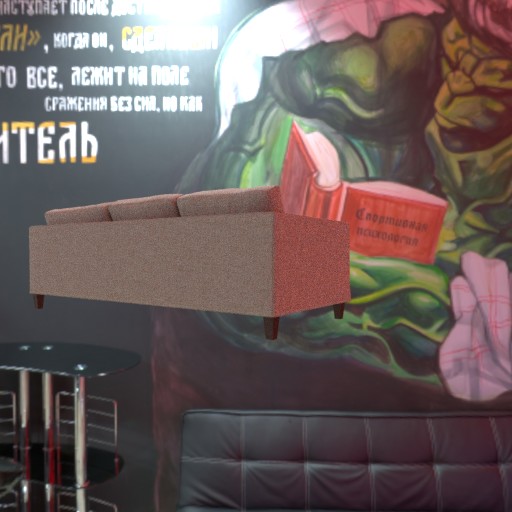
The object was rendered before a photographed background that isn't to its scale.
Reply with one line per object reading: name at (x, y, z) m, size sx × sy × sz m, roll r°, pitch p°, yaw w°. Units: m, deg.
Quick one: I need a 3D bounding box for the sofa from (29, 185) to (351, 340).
sofa at (0.000, 0.000, 4.299) m, size 2.432 × 0.863 × 3.182 m, roll 0°, pitch 1°, yaw 34°
